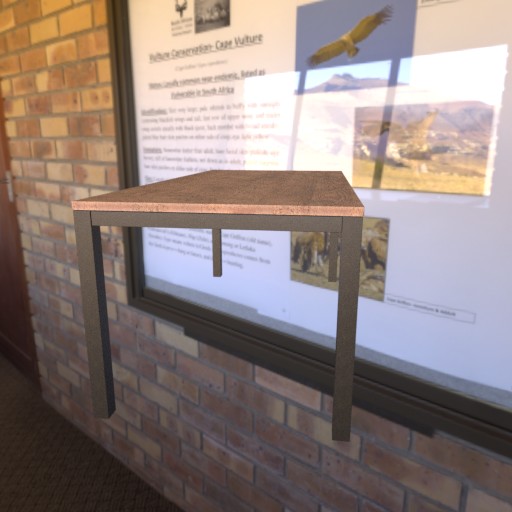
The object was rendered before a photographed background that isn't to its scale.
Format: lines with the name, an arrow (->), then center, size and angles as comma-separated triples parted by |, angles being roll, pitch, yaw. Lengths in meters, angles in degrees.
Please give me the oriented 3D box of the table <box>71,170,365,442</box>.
table -> 0.000, 0.000, 2.276 | 0.893, 0.767, 1.805 | 2, 14, 8
